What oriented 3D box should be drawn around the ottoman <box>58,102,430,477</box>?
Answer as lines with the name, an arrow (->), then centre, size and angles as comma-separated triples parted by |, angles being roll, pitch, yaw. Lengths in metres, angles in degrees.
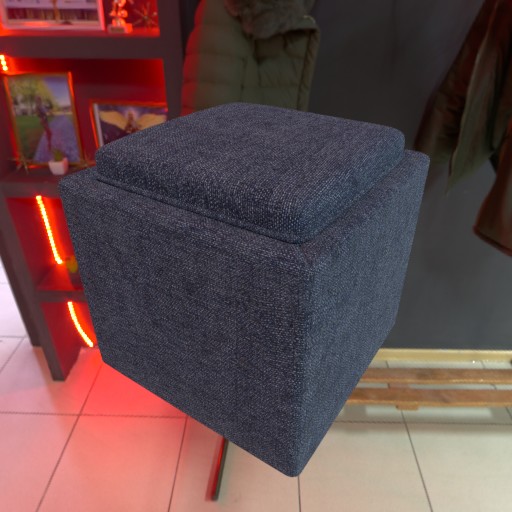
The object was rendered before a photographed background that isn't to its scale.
ottoman -> 0.000, 0.000, 0.818 | 0.450, 0.460, 0.450 | 20, 37, 28
